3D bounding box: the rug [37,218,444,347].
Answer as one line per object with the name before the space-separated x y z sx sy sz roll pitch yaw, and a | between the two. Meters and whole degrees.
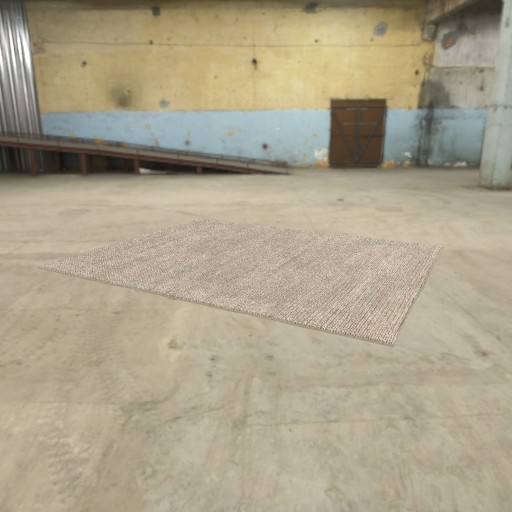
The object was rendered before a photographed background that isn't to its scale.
rug | 0.000 0.000 4.184 3.052 0.030 2.429 9 18 27
